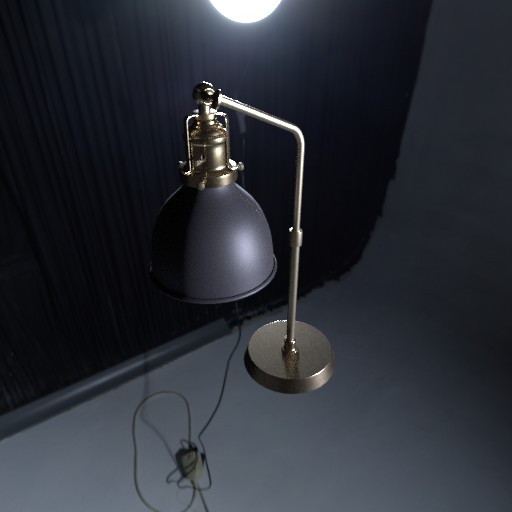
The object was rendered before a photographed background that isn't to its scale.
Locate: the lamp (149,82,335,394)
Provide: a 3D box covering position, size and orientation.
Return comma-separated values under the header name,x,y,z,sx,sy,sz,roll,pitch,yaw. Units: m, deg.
name,x,y,z,sx,sy,sz,roll,pitch,yaw
lamp,0.000,0.000,0.595,0.291,0.456,0.160,-21,38,-30
